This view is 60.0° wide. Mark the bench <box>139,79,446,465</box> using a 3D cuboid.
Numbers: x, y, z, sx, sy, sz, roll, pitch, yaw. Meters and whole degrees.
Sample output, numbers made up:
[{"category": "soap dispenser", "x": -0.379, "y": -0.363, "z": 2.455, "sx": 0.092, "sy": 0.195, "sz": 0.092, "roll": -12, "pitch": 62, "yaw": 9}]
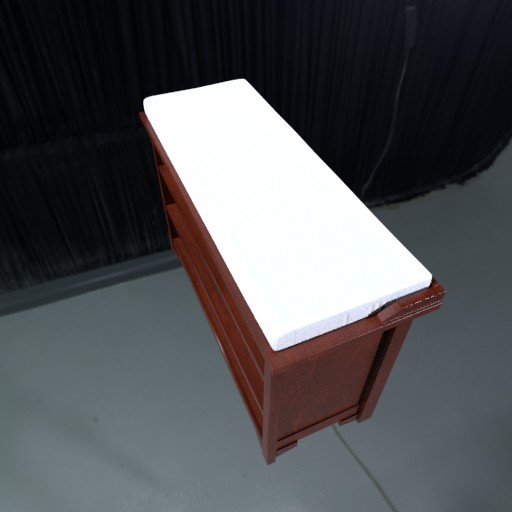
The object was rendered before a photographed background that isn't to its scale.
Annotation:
[{"category": "bench", "x": 0.000, "y": 0.000, "z": 1.323, "sx": 0.369, "sy": 0.646, "sz": 0.987, "roll": -18, "pitch": 49, "yaw": -16}]
